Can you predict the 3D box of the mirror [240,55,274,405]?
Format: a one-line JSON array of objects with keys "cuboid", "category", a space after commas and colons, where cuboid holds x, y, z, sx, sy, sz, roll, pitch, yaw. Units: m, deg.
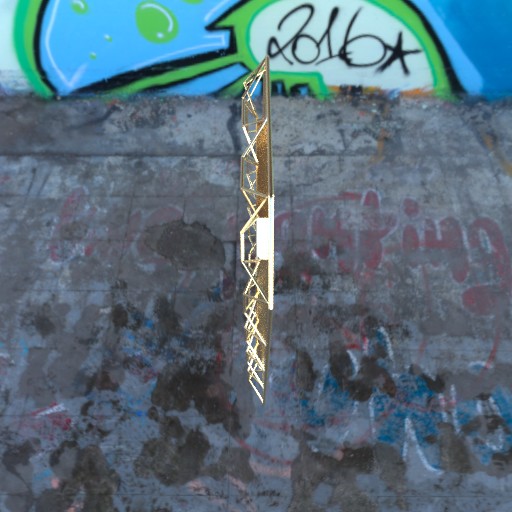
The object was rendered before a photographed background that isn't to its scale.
[{"cuboid": [0.000, 0.000, 1.086, 0.051, 0.870, 0.572, 0, 59, 0], "category": "mirror"}]
